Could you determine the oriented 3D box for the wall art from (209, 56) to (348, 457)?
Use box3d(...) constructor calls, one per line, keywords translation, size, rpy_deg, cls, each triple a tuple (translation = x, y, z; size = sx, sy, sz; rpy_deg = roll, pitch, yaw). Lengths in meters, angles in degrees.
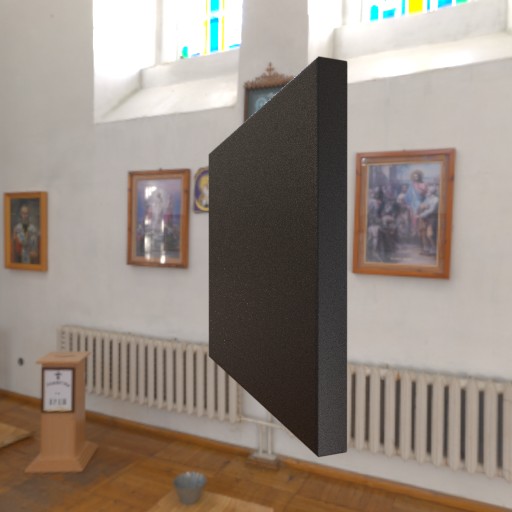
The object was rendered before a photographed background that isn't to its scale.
box3d(translation=(0.000, 0.000, 0.548), size=(0.028, 0.330, 0.380), rpy_deg=(0, 0, -20), cls="wall art")
